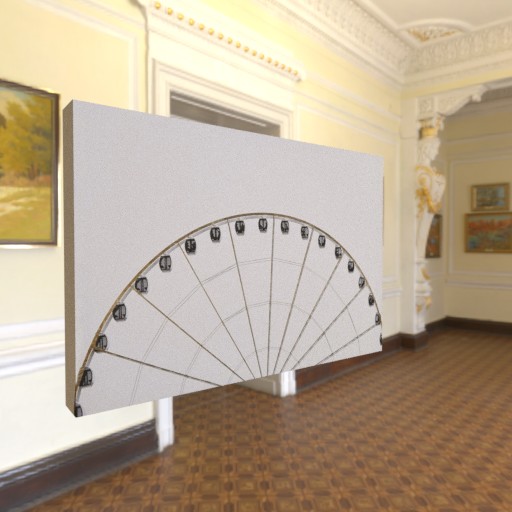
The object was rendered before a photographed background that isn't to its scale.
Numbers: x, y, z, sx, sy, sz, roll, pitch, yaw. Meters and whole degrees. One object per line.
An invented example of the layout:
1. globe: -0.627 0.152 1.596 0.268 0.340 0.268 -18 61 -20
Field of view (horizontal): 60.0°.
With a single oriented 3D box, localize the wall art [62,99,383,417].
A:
1. wall art: 0.000 0.000 0.480 0.384 0.254 0.039 -1 2 -36
